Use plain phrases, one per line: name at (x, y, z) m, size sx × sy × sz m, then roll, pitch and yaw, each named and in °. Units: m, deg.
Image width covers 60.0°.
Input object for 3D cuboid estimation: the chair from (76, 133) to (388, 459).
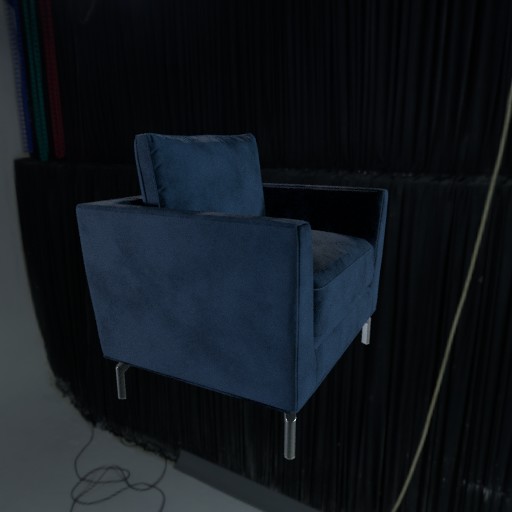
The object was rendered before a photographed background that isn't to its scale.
chair at (0.000, 0.000, 1.643) m, size 0.746 × 0.893 × 0.977 m, roll 7°, pitch 16°, yaw 27°
